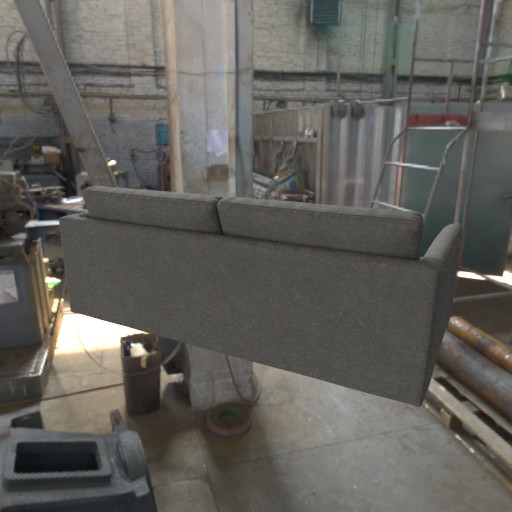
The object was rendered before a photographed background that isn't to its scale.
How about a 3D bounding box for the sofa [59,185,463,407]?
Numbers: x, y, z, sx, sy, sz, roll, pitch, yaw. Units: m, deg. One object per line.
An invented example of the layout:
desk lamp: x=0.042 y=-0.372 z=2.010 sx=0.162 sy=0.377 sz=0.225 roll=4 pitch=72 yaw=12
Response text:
sofa: x=0.000 y=0.000 z=2.767 sx=2.257 sy=0.838 sz=1.092 roll=8 pitch=18 yaw=27
